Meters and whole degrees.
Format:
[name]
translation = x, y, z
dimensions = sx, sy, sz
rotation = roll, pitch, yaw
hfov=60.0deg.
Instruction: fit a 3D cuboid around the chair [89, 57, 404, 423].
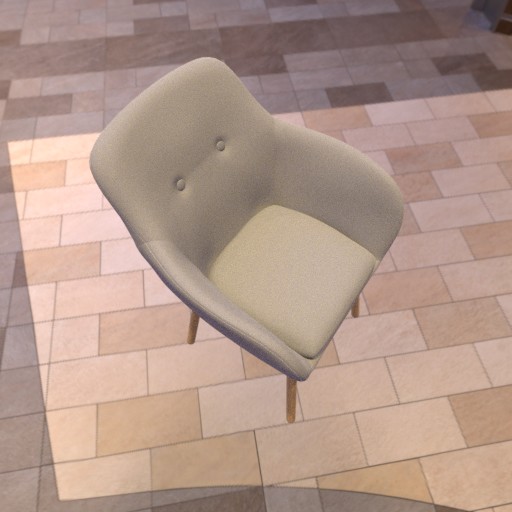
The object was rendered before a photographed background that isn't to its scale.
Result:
[chair]
translation = 0.000, 0.000, 1.215
dimensions = 0.590, 0.830, 0.570
rotation = 30, 62, 18
